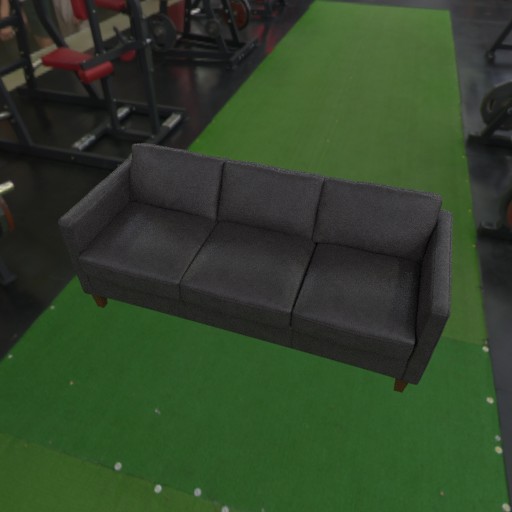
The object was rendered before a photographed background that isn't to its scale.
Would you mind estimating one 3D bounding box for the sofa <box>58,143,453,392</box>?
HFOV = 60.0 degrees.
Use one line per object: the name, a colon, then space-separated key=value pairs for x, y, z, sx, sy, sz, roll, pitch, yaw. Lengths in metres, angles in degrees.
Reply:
sofa: x=0.000 y=0.000 z=3.106 sx=2.464 sy=1.006 sz=1.045 roll=13 pitch=43 yaw=14
